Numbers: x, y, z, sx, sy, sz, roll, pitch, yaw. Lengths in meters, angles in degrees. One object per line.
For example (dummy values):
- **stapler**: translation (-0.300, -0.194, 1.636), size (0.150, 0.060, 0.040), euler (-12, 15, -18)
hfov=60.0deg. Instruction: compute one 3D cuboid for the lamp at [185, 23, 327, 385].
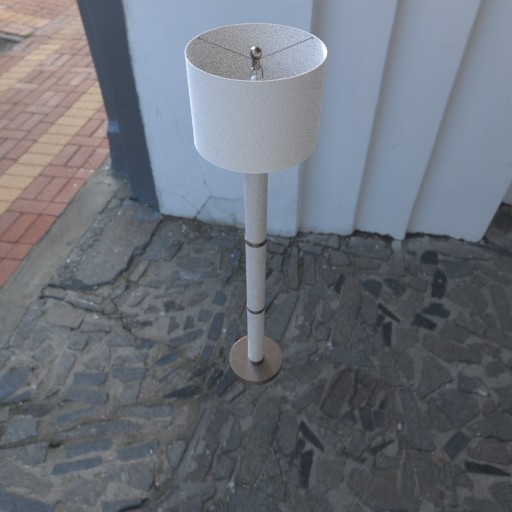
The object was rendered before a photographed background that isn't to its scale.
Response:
- **lamp**: translation (0.000, 0.000, 1.745), size (0.377, 1.599, 0.377), euler (22, 51, 20)
